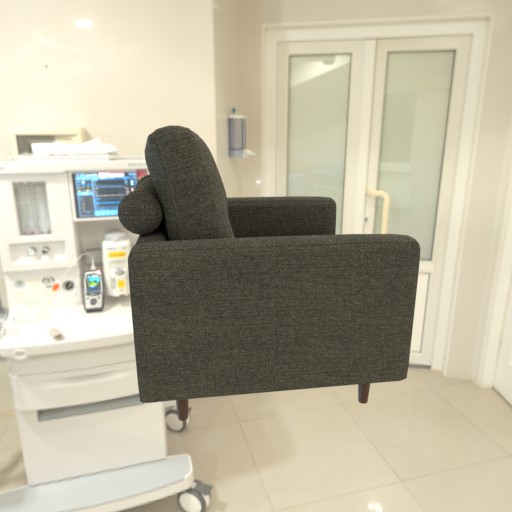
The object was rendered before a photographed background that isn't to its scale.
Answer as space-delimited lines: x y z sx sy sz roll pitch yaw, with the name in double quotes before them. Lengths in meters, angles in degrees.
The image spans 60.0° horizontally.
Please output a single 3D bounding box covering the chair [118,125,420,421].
"chair" 0.000 0.000 1.562 0.843 0.880 0.821 -2 16 -8
